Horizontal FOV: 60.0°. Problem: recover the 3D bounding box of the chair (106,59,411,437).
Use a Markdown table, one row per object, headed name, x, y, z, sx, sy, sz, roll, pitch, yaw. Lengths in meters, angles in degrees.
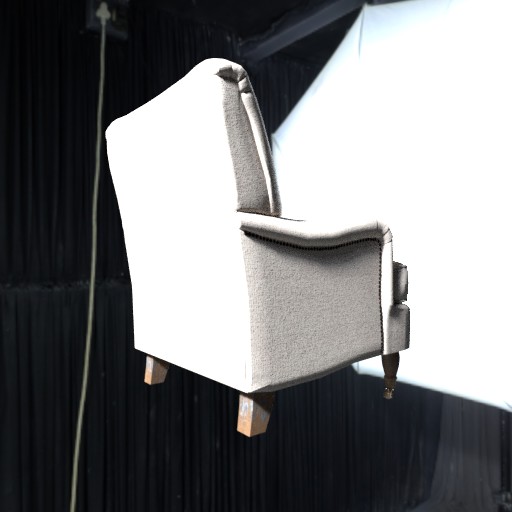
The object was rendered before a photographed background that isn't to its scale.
| name | x | y | z | sx | sy | sz | roll | pitch | yaw |
| --- | --- | --- | --- | --- | --- | --- | --- | --- | --- |
| chair | 0.000 | 0.000 | 1.798 | 0.953 | 1.119 | 0.879 | 0 | 0 | -38 |
